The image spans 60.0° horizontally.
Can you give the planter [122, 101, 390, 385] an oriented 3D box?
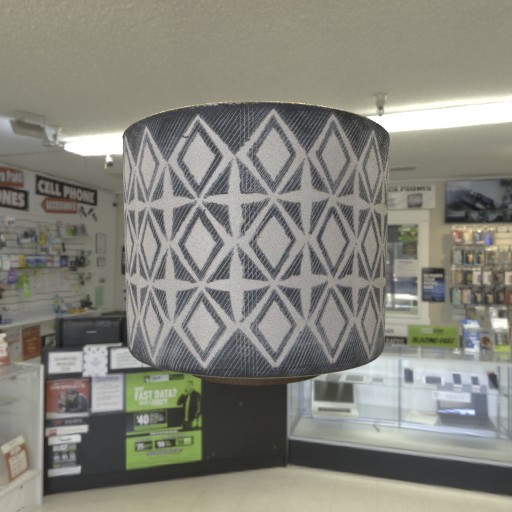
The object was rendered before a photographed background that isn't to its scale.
[{"bbox_3d":[0.000,0.000,0.332,0.192,0.165,0.192,0,-1,0],"label":"planter"}]
